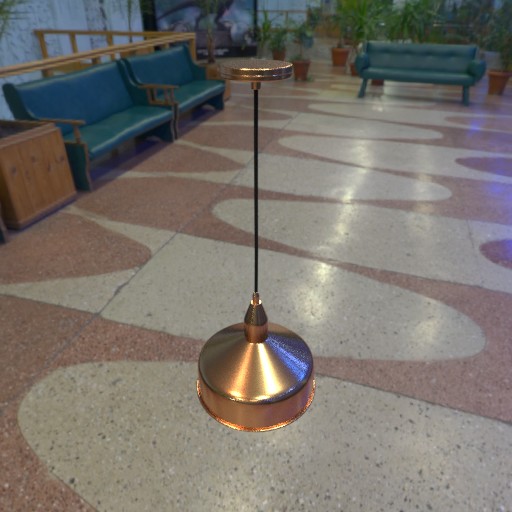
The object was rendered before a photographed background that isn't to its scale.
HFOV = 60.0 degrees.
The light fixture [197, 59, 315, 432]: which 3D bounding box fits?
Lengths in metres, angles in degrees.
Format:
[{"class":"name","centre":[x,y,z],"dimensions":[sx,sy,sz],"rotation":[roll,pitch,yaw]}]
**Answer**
[{"class":"light fixture","centre":[0.000,0.000,0.941],"dimensions":[0.301,0.754,0.301],"rotation":[11,32,17]}]
